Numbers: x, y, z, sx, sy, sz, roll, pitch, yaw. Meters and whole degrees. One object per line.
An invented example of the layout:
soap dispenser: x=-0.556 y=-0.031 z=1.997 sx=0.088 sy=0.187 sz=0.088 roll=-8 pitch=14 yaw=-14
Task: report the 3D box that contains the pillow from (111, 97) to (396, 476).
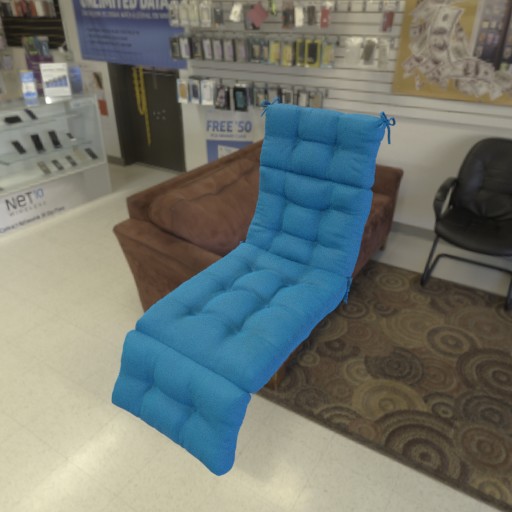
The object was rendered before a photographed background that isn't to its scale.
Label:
pillow: x=0.000 y=0.000 z=1.511 sx=0.526 sy=0.863 sz=1.016 roll=19 pitch=35 yaw=30
